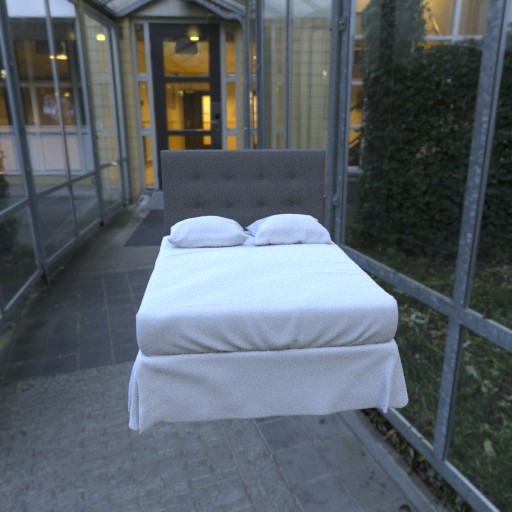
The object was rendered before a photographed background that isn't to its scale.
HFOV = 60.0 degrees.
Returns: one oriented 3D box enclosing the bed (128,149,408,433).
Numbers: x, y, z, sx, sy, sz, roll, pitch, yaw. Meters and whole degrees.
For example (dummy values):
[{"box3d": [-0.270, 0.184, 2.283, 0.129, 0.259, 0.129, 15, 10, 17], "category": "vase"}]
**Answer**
[{"box3d": [0.000, 0.000, 3.635, 1.936, 1.577, 2.222, -2, 17, -6], "category": "bed"}]
